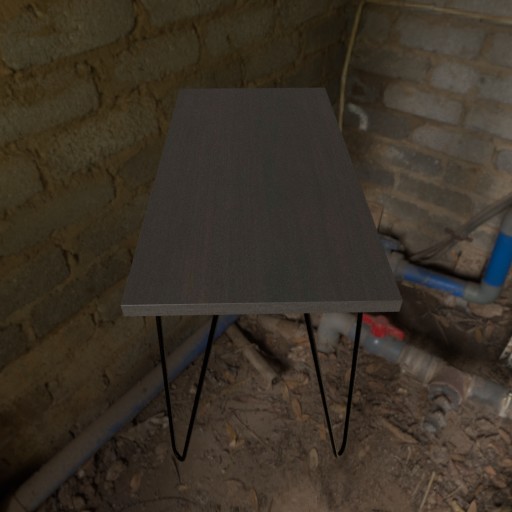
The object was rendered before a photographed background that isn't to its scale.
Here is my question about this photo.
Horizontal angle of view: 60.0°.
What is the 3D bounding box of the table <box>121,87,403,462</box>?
[{"bbox_3d":[0.000,0.000,1.372,0.499,0.660,0.991,-1,42,-1],"label":"table"}]
